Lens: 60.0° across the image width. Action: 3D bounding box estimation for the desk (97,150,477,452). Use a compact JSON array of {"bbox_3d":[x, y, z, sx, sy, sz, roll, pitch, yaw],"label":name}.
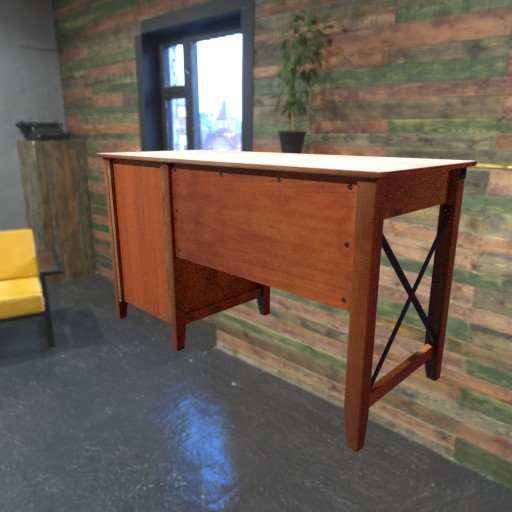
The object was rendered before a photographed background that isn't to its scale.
[{"bbox_3d":[0.000,0.000,1.721,1.353,0.756,0.574,15,21,43],"label":"desk"}]
